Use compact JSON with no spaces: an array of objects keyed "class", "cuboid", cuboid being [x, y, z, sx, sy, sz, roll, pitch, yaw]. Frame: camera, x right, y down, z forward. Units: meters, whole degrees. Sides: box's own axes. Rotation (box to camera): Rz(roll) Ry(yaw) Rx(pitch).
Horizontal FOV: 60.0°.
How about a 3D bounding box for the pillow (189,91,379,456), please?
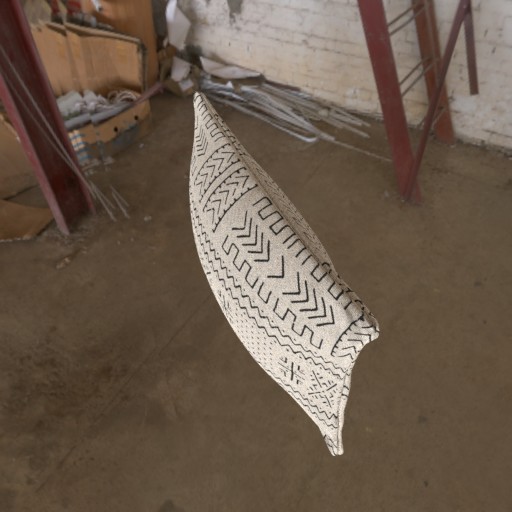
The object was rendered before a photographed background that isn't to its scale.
[{"class":"pillow","cuboid":[0.000,0.000,0.799,0.188,0.352,0.637,-17,48,-16]}]
